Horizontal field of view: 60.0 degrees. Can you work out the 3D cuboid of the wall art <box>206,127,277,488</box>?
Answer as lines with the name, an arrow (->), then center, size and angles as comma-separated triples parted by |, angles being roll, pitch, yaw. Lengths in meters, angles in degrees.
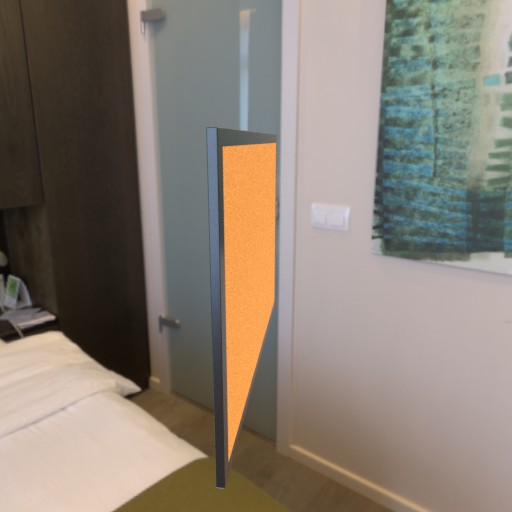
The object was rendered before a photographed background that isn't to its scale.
wall art -> 0.000, 0.000, 1.027 | 0.015, 0.552, 0.819 | 2, 15, 8
